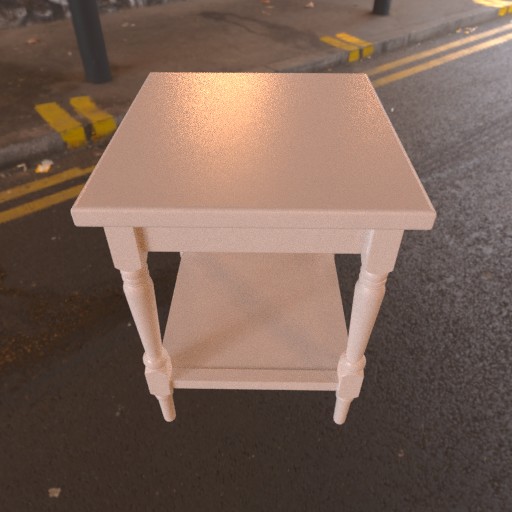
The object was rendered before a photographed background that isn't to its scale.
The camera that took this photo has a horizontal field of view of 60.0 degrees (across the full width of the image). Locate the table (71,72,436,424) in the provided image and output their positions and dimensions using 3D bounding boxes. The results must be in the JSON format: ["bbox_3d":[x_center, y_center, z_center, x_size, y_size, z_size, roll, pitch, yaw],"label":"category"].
[{"bbox_3d":[0.000,0.000,0.899,0.442,0.565,0.488,1,41,1],"label":"table"}]
